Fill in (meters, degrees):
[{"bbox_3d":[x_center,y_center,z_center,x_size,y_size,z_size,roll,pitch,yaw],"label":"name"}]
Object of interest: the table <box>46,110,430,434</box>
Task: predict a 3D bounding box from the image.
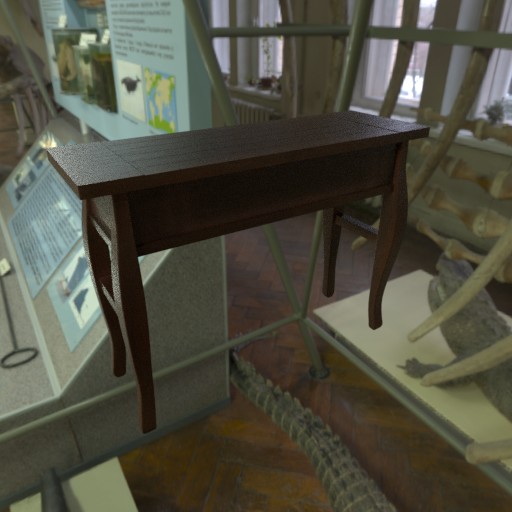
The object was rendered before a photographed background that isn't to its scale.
[{"bbox_3d":[0.000,0.000,1.442,1.062,0.768,0.373,-16,32,-28],"label":"table"}]
